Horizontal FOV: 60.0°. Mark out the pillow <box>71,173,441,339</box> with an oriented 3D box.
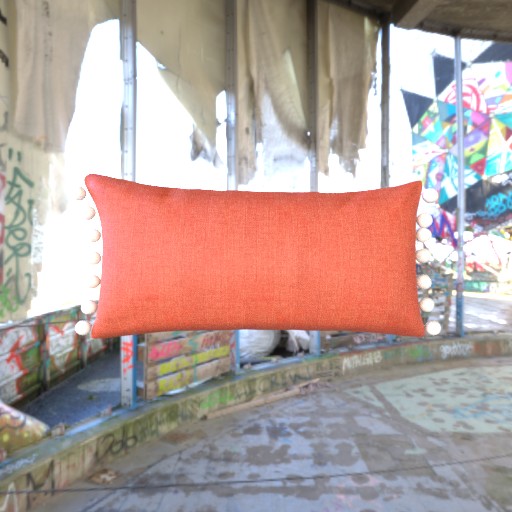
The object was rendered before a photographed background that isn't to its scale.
[{"bbox_3d":[0.000,0.000,0.864,0.709,0.322,0.201,0,0,0],"label":"pillow"}]
